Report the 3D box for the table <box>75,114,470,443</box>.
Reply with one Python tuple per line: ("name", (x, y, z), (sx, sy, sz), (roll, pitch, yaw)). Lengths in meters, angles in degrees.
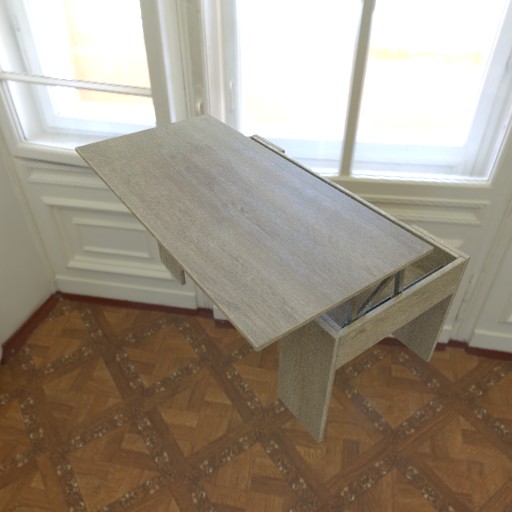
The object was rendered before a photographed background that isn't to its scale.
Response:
("table", (0.000, 0.000, 1.440), (0.711, 0.570, 1.000), (-24, 45, -27))
